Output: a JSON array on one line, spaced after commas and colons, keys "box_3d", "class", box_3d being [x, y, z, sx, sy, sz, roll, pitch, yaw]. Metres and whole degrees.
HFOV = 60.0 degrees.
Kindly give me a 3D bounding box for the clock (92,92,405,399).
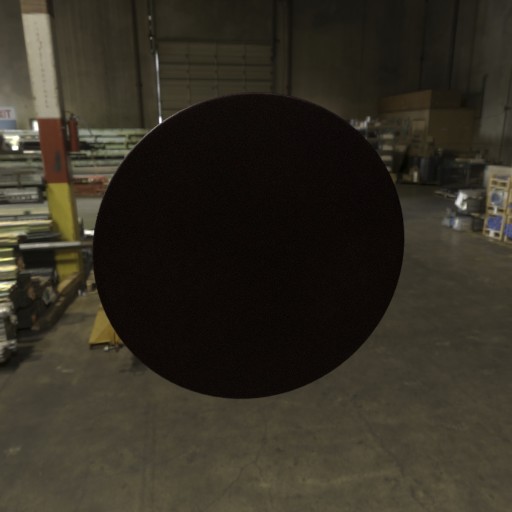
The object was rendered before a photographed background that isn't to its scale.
[{"box_3d": [0.000, 0.000, 0.453, 0.314, 0.314, 0.029, -3, 16, -10], "class": "clock"}]
